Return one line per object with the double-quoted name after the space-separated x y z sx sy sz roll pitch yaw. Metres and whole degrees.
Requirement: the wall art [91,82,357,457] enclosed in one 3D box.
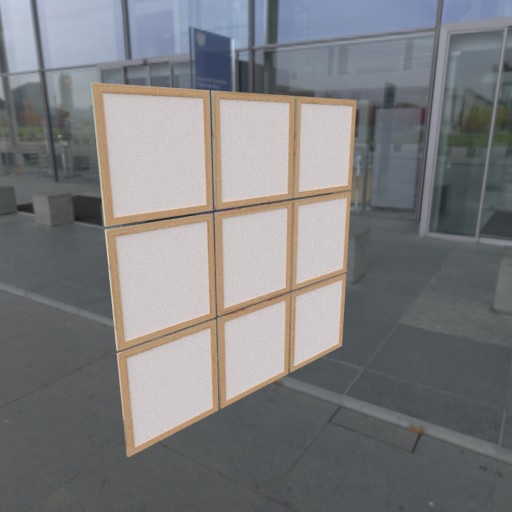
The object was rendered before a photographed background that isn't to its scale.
0.000 0.000 2.209 1.517 1.523 0.013 -14 21 -40 "wall art"
